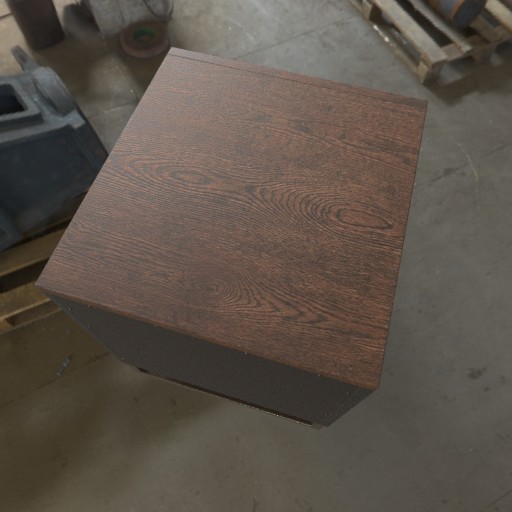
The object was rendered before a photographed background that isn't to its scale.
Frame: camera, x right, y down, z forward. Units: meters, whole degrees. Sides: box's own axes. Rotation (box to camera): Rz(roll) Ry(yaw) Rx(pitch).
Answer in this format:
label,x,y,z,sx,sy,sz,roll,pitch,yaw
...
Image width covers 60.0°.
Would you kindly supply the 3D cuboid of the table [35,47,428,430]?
label,x,y,z,sx,sy,sz,roll,pitch,yaw
table,0.000,0.000,0.994,0.506,0.582,0.566,15,64,8
